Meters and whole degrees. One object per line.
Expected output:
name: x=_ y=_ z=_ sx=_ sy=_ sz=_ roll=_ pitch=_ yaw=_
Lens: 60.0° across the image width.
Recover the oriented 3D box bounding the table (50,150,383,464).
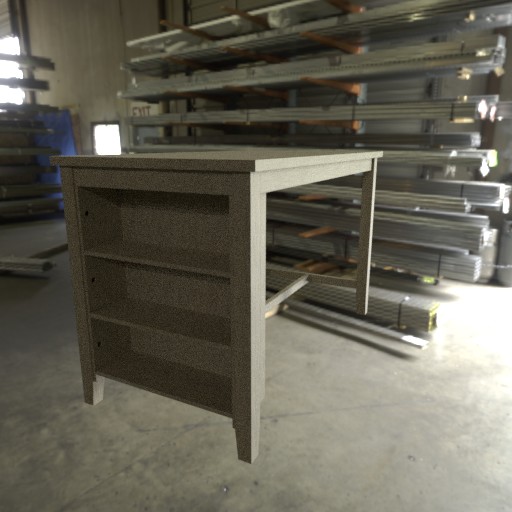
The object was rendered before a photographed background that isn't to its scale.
table: x=0.000 y=0.000 z=1.932 sx=0.729 sy=0.874 sz=1.397 roll=7 pitch=16 yaw=27
